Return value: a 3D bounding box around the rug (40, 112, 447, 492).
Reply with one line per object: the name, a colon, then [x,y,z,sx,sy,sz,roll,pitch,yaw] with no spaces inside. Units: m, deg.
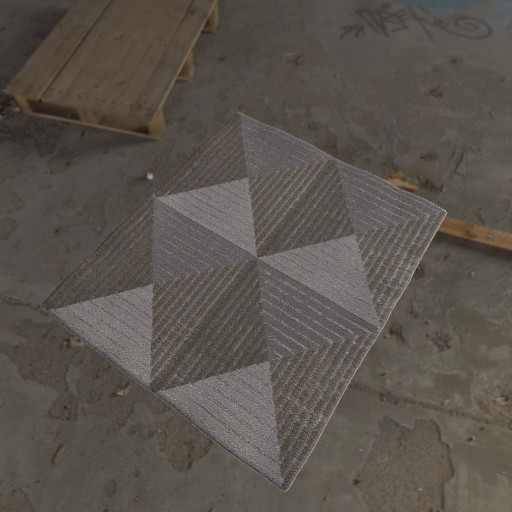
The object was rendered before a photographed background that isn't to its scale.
rug: [0.000,0.000,0.880,0.551,0.008,0.642,31,64,17]
